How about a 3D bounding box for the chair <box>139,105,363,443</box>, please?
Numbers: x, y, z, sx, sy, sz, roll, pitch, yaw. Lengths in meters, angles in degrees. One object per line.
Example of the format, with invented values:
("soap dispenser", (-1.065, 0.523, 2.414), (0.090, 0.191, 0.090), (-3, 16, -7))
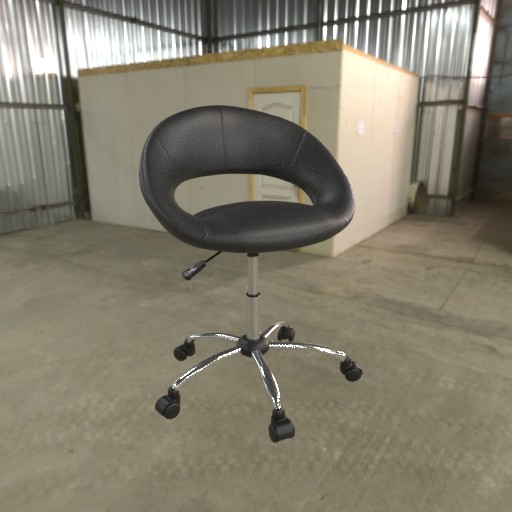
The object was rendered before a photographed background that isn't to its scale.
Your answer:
("chair", (0.000, 0.000, 1.207), (0.612, 0.791, 0.538), (-9, 19, -27))
